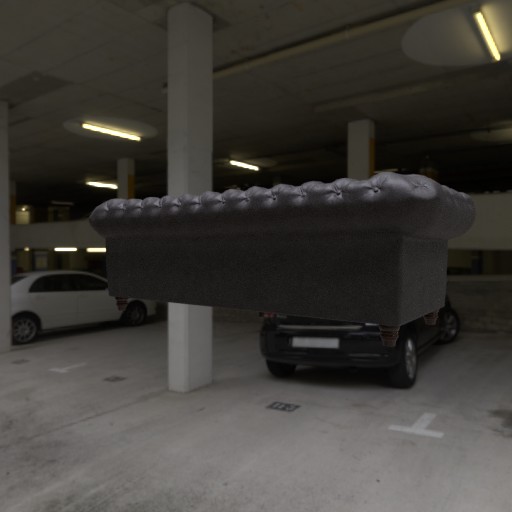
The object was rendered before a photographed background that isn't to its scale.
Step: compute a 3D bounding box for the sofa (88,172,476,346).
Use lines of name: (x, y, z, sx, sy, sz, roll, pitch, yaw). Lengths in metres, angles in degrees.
sofa: (0.000, 0.000, 2.795, 2.385, 0.783, 0.944, 1, 1, 36)
